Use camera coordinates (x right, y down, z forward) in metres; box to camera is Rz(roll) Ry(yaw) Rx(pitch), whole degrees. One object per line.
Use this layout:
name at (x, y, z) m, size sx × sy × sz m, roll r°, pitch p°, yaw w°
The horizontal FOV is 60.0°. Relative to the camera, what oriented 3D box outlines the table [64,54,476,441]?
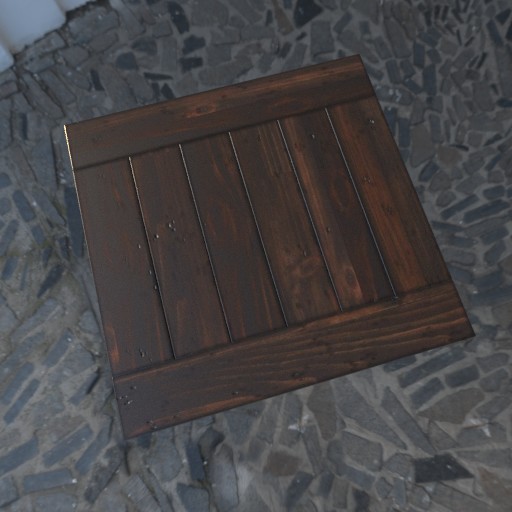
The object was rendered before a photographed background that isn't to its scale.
table at (0.000, 0.000, 1.013) m, size 0.606 × 0.437 × 0.593 m, roll -15°, pitch 75°, yaw -4°
